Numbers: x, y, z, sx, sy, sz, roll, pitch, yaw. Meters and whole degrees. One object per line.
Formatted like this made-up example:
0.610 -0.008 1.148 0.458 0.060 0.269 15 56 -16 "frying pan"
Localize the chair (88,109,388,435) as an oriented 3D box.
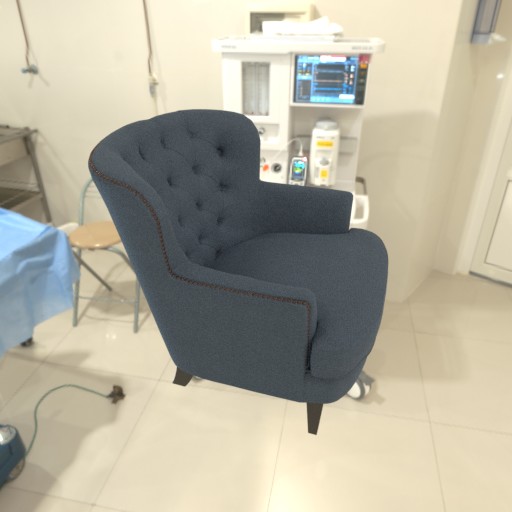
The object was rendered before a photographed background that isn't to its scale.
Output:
0.000 0.000 1.560 0.906 0.868 0.848 9 31 16 "chair"
